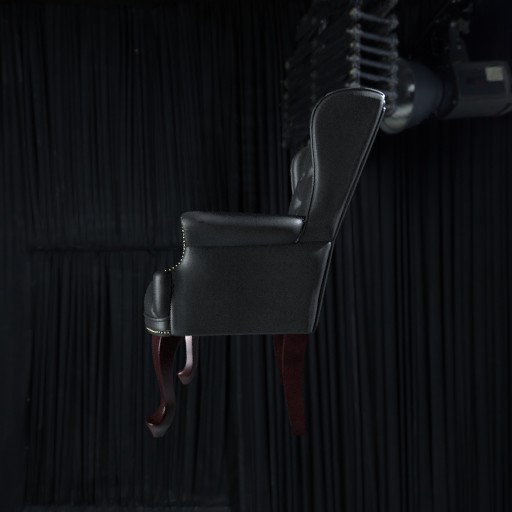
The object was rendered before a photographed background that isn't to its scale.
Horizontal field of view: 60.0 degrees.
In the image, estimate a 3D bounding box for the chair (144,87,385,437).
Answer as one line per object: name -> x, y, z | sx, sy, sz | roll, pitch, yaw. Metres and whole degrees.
chair -> 0.000, 0.000, 1.702 | 0.822, 1.133, 0.831 | 0, -1, -1
